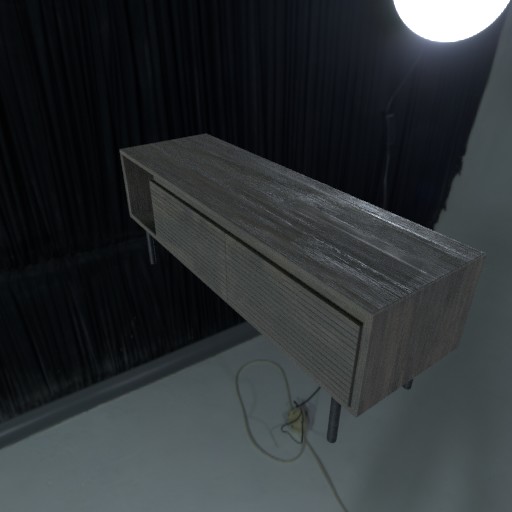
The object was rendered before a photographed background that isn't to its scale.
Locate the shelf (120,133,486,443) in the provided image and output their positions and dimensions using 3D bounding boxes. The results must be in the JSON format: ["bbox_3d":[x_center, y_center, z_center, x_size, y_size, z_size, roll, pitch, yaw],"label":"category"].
[{"bbox_3d":[0.000,0.000,1.520,0.400,0.495,1.300,-20,36,-30],"label":"shelf"}]
